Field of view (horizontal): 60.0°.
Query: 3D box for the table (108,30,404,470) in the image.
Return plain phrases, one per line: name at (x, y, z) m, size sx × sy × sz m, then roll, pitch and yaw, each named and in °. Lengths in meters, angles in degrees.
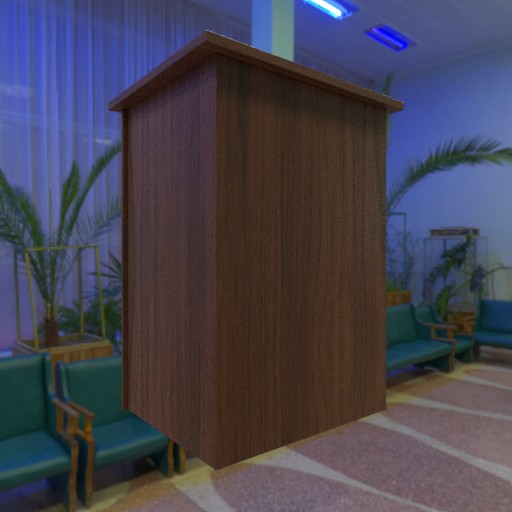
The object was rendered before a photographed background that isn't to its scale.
table at (0.000, 0.000, 0.919) m, size 0.480 × 0.636 × 0.381 m, roll 0°, pitch 0°, yaw -38°
